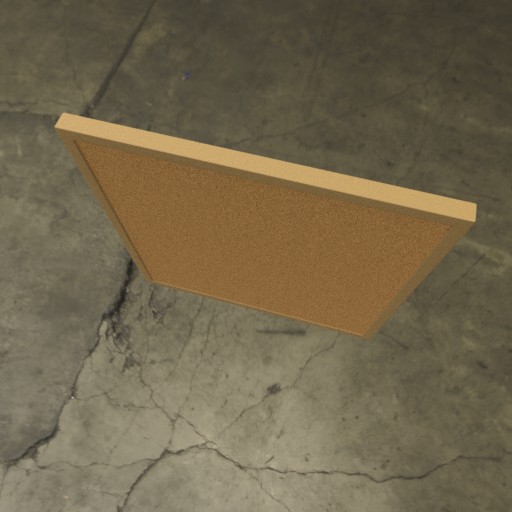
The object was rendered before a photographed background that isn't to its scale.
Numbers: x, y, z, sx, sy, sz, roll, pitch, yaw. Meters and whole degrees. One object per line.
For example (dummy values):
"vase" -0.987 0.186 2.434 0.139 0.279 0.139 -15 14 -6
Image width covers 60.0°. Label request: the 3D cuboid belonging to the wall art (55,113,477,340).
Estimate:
"wall art" 0.000 0.000 1.125 0.761 0.761 0.037 14 65 6
